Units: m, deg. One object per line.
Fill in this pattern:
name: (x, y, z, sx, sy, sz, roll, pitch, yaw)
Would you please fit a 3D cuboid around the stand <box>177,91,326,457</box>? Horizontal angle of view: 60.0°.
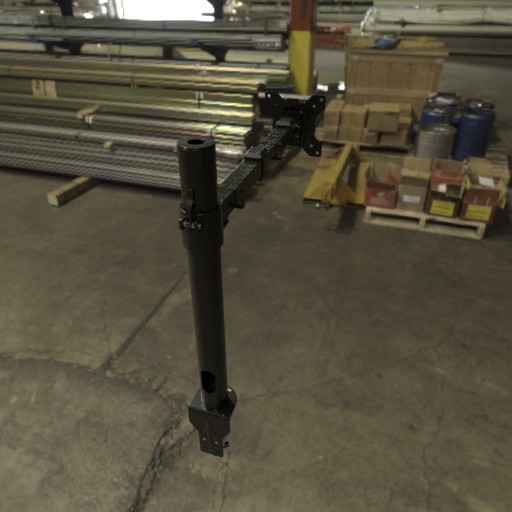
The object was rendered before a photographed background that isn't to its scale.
stand: (0.000, 0.000, 0.742, 0.115, 0.510, 0.456, 10, 34, 15)
